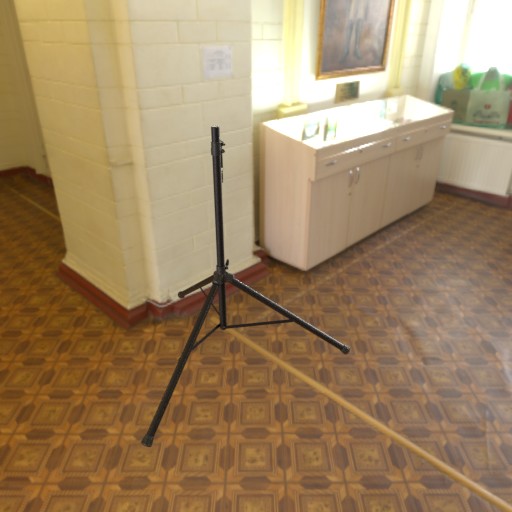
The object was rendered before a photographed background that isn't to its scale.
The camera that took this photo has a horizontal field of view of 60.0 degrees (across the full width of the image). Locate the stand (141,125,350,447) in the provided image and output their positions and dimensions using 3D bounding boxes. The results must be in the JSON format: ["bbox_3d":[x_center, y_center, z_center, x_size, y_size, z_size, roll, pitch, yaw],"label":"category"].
[{"bbox_3d":[0.000,0.000,2.795,1.339,1.595,1.596,0,27,0],"label":"stand"}]
